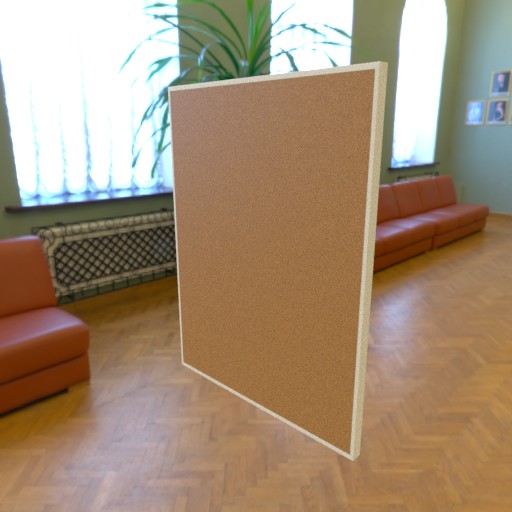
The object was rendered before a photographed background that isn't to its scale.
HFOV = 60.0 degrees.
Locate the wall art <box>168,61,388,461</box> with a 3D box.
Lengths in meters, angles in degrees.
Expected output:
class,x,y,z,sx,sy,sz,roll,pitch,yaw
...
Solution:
class,x,y,z,sx,sy,sz,roll,pitch,yaw
wall art,0.000,0.000,1.395,0.795,1.050,0.039,14,21,42
